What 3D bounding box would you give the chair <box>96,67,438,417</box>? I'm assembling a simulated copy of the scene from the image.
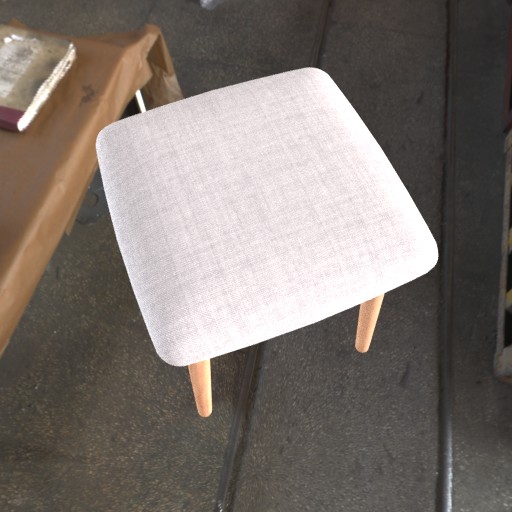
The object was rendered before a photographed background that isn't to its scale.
[{"bbox_3d":[0.000,0.000,0.705,0.350,0.440,0.350,-19,66,-9],"label":"chair"}]
